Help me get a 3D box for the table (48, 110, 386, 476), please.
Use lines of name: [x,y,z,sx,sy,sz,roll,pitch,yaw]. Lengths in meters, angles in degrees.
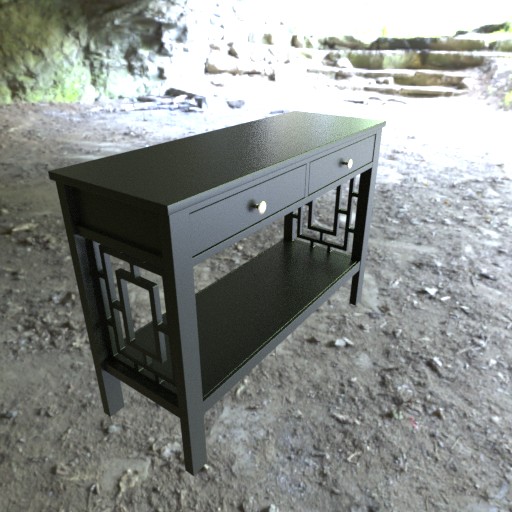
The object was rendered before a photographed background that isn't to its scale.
table: [0.000,0.000,1.460,0.397,0.753,1.068,18,32,32]
